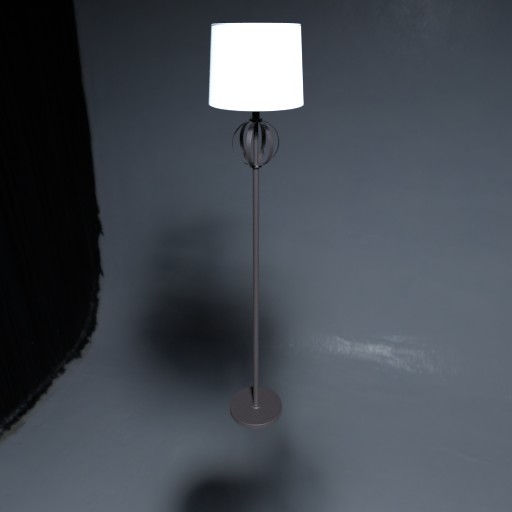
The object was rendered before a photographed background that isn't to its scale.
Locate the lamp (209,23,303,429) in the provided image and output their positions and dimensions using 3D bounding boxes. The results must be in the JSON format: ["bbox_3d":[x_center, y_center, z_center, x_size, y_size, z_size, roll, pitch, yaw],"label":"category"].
[{"bbox_3d":[0.000,0.000,1.579,0.286,1.462,0.286,8,27,16],"label":"lamp"}]
